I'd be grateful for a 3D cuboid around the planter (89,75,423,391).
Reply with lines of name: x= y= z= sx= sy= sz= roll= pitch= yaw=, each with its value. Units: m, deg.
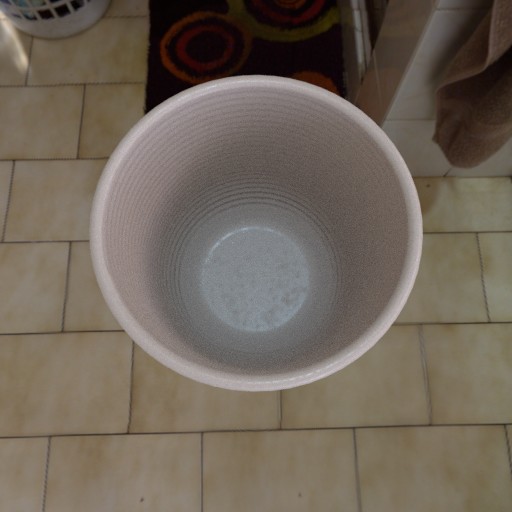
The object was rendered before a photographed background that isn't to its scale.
planter: x=0.000 y=0.000 z=0.297 sx=0.170 sy=0.152 sz=0.170 roll=0 pitch=75 yaw=0
